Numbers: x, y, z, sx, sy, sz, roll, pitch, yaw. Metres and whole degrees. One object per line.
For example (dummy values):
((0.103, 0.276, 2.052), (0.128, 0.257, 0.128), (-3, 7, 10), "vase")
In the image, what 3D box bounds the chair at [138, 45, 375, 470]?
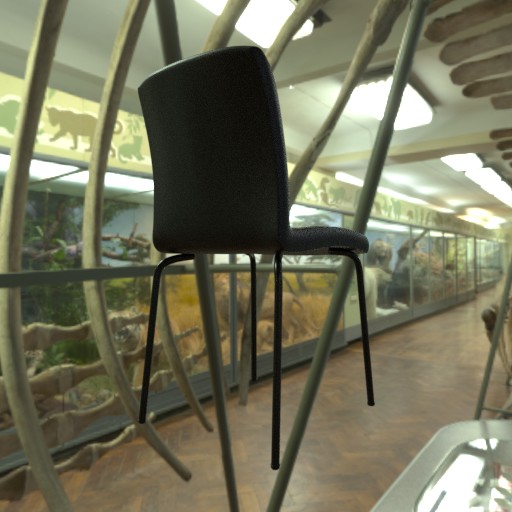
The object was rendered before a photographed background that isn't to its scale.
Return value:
((0.000, 0.000, 1.203), (0.450, 0.872, 0.572), (0, 0, 37), "chair")
